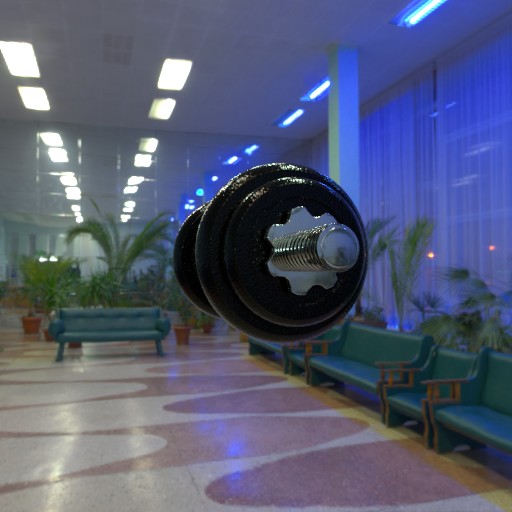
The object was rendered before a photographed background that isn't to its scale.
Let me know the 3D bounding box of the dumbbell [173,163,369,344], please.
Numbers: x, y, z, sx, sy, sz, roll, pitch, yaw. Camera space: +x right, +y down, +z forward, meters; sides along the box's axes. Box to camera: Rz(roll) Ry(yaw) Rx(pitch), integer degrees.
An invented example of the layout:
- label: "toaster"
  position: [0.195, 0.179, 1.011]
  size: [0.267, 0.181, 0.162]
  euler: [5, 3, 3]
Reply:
- label: "dumbbell"
  position: [0.000, 0.000, 0.609]
  size: [0.202, 0.202, 0.497]
  euler: [1, -2, -16]
